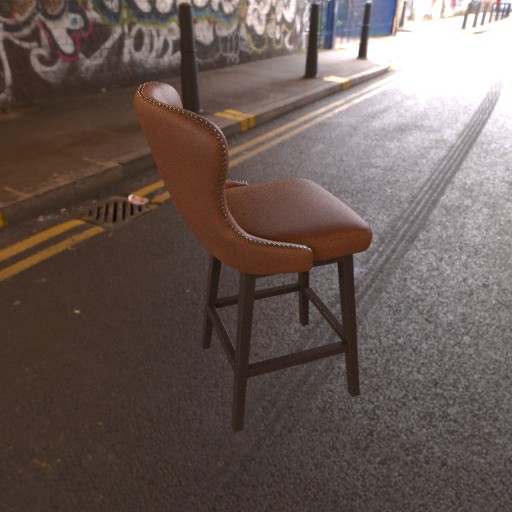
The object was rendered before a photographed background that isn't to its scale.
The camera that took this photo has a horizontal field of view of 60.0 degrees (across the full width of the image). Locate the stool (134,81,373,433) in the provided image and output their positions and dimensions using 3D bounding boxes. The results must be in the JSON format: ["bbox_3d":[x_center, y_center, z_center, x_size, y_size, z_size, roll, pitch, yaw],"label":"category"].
[{"bbox_3d":[0.000,0.000,1.340,0.593,0.971,0.528,-10,32,-17],"label":"stool"}]
